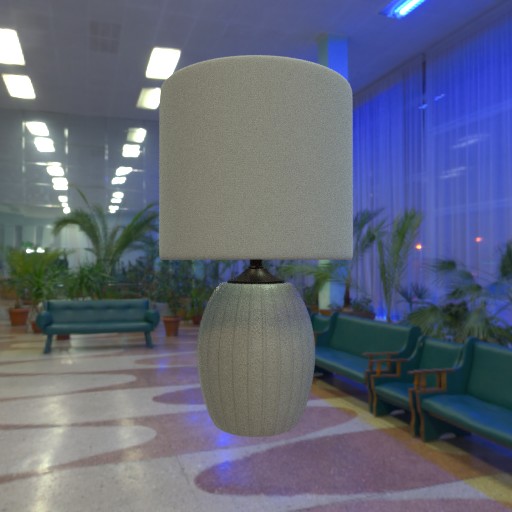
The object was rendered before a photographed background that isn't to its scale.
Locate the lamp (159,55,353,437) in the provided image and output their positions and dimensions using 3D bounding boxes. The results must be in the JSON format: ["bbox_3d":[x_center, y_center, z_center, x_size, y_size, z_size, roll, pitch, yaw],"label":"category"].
[{"bbox_3d":[0.000,0.000,0.768,0.328,0.570,0.328,0,-1,0],"label":"lamp"}]
